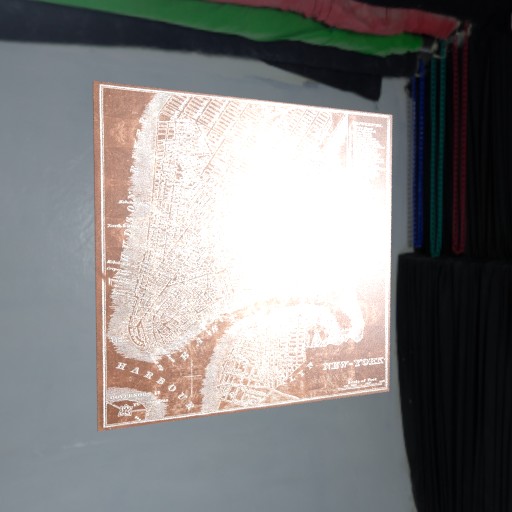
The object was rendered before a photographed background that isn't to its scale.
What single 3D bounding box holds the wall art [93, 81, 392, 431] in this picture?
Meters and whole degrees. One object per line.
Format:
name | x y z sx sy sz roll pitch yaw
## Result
wall art | 0.000 0.000 0.591 0.403 0.403 0.035 -1 2 -20
